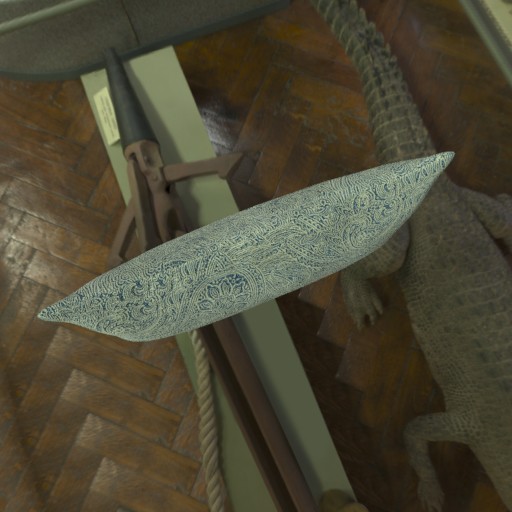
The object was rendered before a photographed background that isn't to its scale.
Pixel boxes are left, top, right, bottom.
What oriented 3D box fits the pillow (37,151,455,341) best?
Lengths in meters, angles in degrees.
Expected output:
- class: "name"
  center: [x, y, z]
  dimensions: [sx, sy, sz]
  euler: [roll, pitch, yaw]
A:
- class: "pillow"
  center: [0.000, 0.000, 0.744]
  dimensions: [0.615, 0.295, 0.151]
  euler: [-22, 77, -5]
